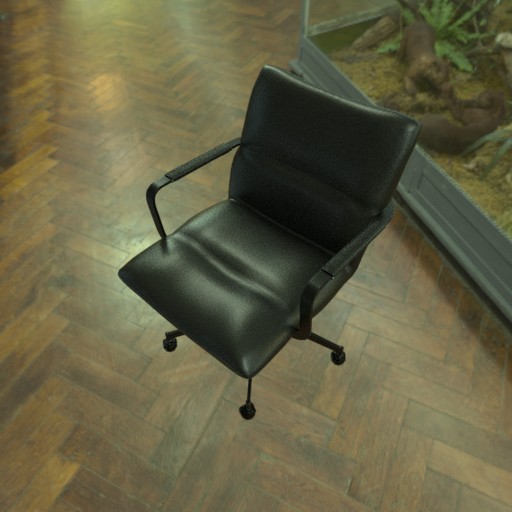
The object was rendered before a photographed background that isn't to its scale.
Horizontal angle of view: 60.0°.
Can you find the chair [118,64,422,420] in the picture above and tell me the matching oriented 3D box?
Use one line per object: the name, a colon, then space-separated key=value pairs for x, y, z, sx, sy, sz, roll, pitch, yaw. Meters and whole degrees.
chair: x=0.000 y=0.000 z=1.484 sx=0.719 sy=0.922 sz=0.748 roll=32 pitch=55 yaw=26
